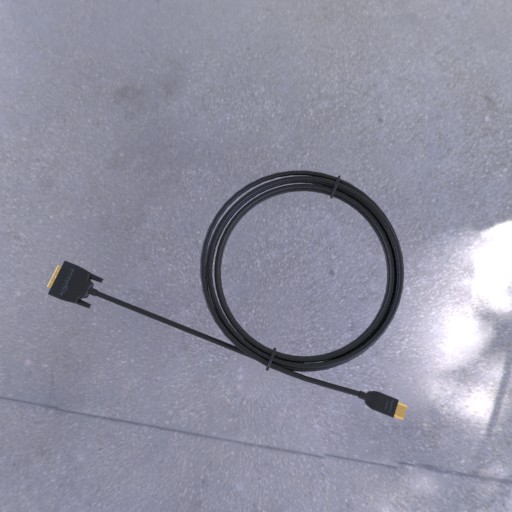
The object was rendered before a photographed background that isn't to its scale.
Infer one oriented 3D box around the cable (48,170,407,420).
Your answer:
[{"bbox_3d":[0.000,0.000,0.515,0.422,0.030,0.257,21,77,5],"label":"cable"}]
